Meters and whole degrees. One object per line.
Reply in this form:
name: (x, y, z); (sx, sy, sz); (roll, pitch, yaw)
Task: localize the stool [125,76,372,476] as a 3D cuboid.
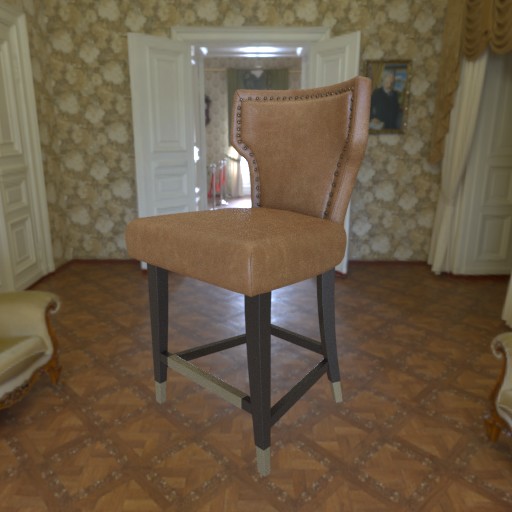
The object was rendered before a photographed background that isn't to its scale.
stool: (0.000, 0.000, 1.305); (0.526, 0.982, 0.563); (14, 20, 43)
